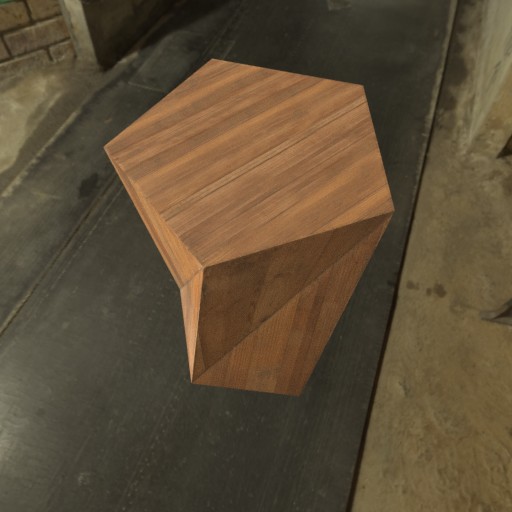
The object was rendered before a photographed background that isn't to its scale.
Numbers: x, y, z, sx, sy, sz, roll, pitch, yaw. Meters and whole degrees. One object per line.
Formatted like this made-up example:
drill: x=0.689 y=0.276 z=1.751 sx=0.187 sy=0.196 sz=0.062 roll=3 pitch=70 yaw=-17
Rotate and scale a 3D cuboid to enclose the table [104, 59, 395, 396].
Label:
table: x=0.000 y=0.000 z=0.900 sx=0.425 sy=0.604 sz=0.441 roll=-15 pitch=58 yaw=-10
